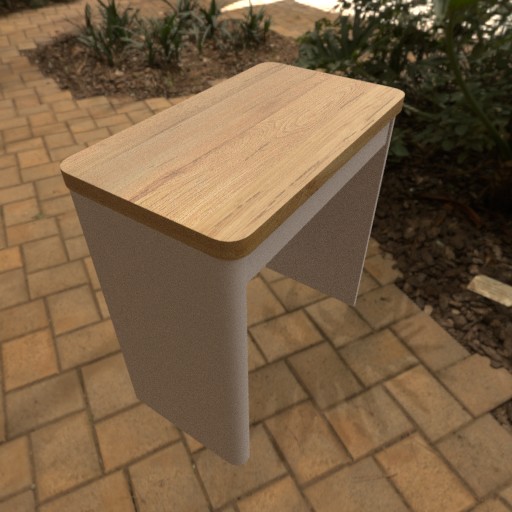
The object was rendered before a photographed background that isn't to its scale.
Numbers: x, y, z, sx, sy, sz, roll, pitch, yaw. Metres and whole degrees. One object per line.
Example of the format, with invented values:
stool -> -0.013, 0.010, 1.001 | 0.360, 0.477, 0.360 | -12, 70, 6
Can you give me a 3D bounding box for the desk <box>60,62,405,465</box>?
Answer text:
desk -> 0.000, 0.000, 1.254 | 0.440, 0.790, 0.760 | 24, 46, 25
